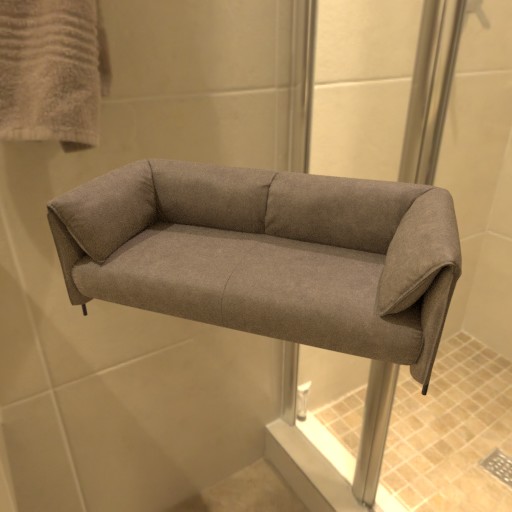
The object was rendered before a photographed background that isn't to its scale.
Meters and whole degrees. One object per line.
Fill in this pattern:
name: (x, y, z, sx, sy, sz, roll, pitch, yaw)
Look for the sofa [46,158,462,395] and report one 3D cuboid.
sofa: (0.000, 0.000, 2.350, 1.878, 0.747, 0.905, 9, 28, 18)
